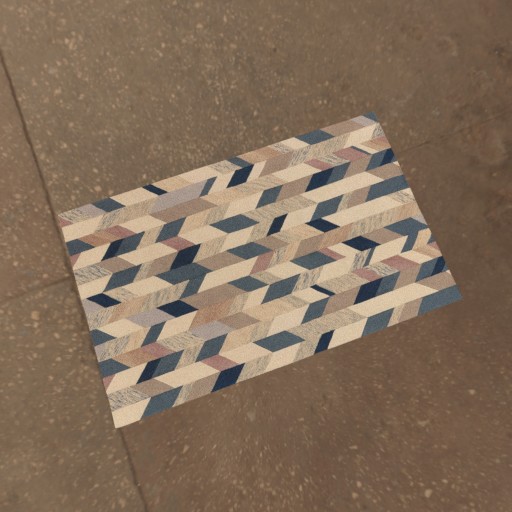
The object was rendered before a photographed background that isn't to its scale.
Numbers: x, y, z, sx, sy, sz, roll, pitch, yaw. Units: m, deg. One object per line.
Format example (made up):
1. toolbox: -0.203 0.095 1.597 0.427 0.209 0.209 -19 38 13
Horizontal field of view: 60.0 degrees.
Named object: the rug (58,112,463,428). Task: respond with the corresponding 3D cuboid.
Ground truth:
1. rug: 0.000 0.000 3.055 2.423 0.008 1.513 -19 77 -5
